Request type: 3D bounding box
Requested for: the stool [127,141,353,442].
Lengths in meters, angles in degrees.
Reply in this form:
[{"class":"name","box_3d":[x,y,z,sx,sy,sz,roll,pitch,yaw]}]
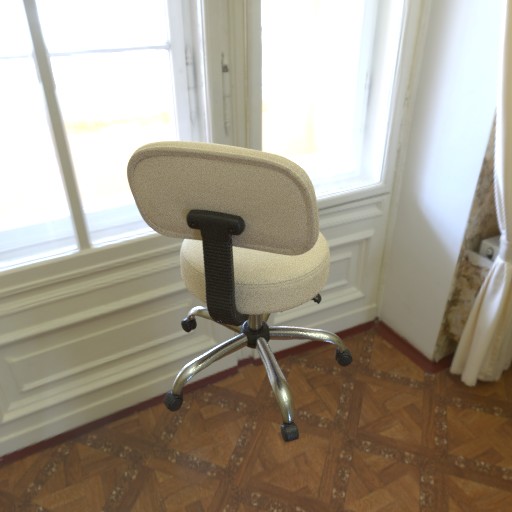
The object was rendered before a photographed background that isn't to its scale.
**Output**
[{"class":"stool","box_3d":[0.000,0.000,1.257,0.609,0.810,0.616,9,32,15]}]
